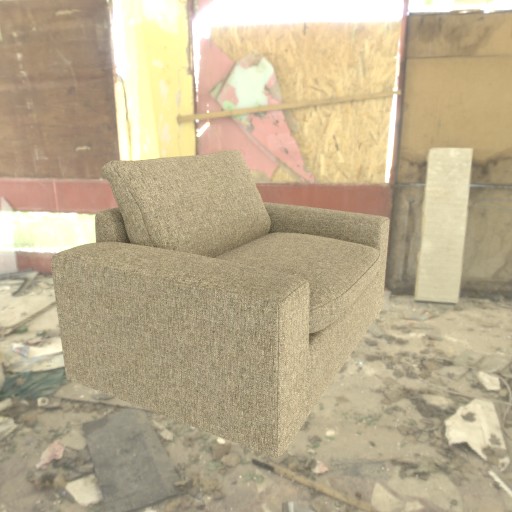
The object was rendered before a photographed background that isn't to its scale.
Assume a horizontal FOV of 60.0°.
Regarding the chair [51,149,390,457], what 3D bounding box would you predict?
[{"bbox_3d":[0.000,0.000,2.067,1.039,0.915,1.398,9,18,27],"label":"chair"}]
